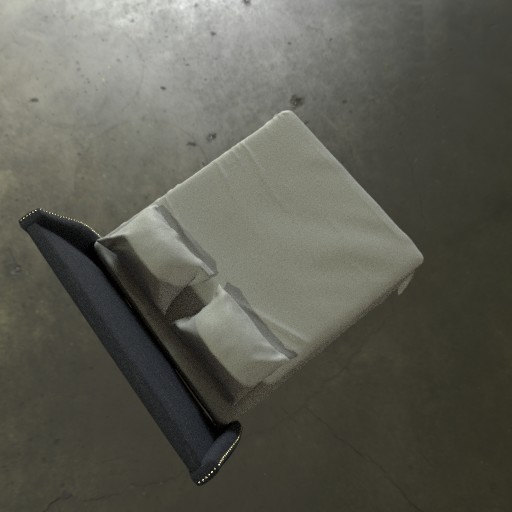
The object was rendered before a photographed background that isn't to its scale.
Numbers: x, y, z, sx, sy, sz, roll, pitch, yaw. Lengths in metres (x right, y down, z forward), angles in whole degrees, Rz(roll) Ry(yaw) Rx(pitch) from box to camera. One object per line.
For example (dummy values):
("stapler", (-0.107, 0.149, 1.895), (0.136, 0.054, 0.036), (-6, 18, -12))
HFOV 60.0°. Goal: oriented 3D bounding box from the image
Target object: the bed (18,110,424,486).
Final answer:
("bed", (0.000, 0.000, 3.332), (2.276, 1.332, 1.925), (-37, 78, -9))
